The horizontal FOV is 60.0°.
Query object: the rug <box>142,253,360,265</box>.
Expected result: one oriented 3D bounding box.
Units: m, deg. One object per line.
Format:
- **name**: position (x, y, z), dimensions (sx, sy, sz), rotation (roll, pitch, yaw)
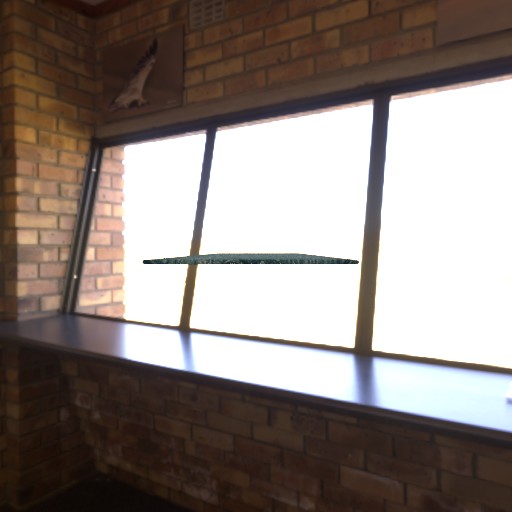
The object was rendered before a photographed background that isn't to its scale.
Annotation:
- **rug**: position (0.000, 0.000, 2.509), dimensions (0.676, 0.016, 2.286), rotation (0, 1, 1)
